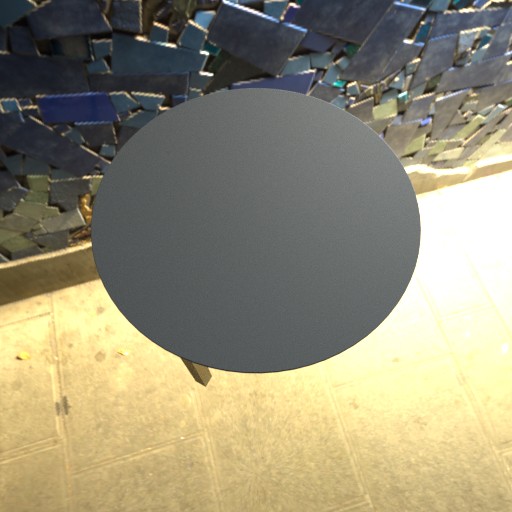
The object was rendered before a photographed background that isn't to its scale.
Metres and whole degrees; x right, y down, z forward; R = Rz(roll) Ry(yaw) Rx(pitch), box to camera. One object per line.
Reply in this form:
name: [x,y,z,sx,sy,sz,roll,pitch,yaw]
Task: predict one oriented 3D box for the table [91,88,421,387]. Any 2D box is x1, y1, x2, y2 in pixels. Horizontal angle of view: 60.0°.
table: [0.000,0.000,0.996,0.600,0.405,0.600,0,64,0]
